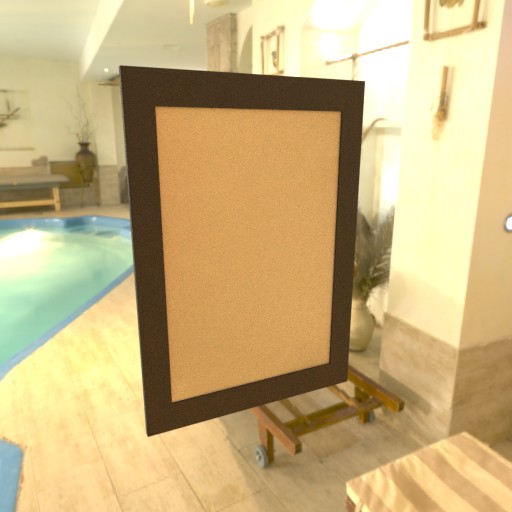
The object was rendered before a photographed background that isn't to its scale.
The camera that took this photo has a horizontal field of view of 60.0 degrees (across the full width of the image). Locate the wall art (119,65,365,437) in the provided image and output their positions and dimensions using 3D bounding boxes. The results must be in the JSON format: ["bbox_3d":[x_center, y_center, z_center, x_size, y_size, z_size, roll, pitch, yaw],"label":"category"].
[{"bbox_3d":[0.000,0.000,0.666,0.359,0.508,0.013,-7,17,-24],"label":"wall art"}]
